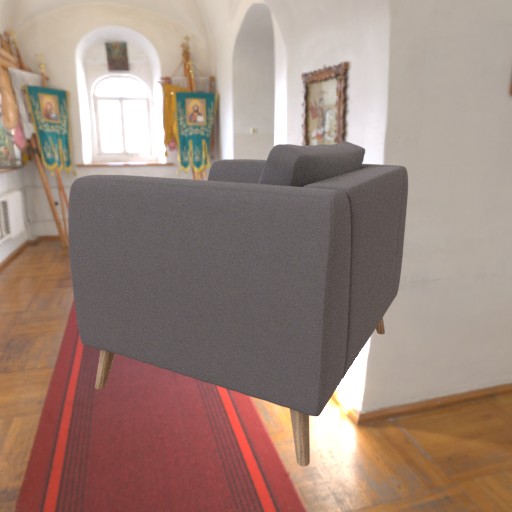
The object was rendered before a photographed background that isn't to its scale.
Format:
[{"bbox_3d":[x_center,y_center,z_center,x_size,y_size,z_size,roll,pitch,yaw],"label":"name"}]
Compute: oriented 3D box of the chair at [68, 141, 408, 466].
[{"bbox_3d":[0.000,0.000,1.699,0.930,0.860,1.000,9,18,27],"label":"chair"}]
